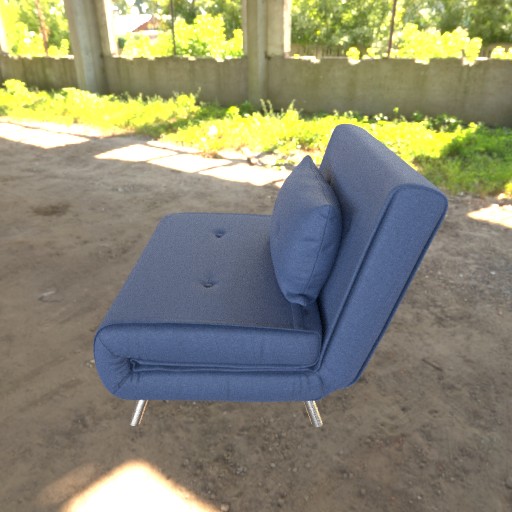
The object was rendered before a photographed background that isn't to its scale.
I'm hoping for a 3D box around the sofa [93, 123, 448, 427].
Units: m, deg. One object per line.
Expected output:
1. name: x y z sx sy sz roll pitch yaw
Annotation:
1. sofa: 0.000 0.000 1.726 0.996 0.860 0.999 0 25 0
